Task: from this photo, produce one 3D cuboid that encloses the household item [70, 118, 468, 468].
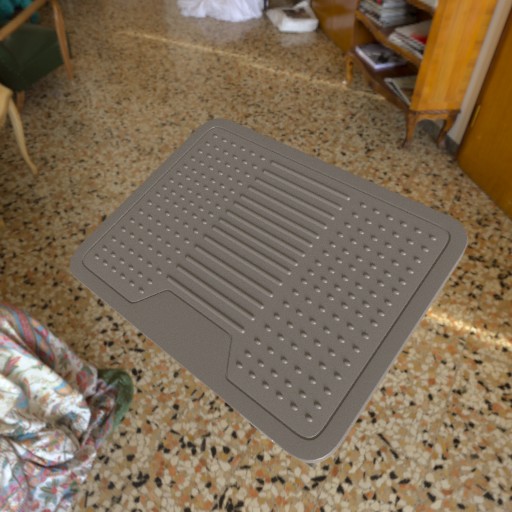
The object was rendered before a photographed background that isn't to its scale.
[{"bbox_3d":[0.000,0.000,0.530,0.390,0.126,0.301,31,53,27],"label":"household item"}]
